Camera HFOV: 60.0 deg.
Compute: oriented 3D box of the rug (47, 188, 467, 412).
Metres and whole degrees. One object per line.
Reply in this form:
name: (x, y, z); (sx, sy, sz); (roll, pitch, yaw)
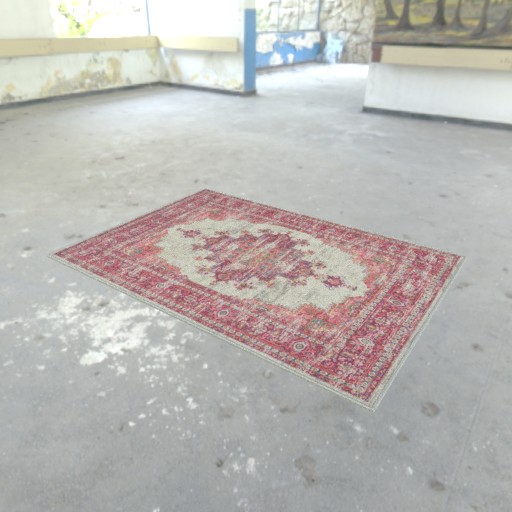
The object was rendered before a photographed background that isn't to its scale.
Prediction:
rug: (0.000, 0.000, 2.238); (1.747, 0.011, 1.217); (19, 34, 31)
